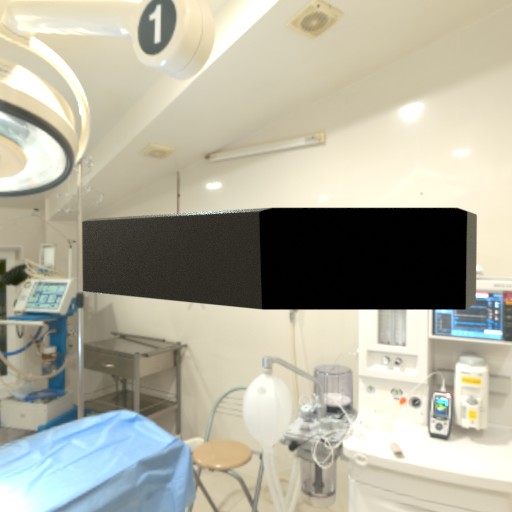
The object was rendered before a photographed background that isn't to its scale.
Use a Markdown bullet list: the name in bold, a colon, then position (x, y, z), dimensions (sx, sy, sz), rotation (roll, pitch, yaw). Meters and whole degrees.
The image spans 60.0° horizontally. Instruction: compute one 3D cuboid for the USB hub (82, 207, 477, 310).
- **USB hub**: position (0.000, 0.000, 0.128), dimensions (0.110, 0.023, 0.044), rotation (1, 1, 35)
